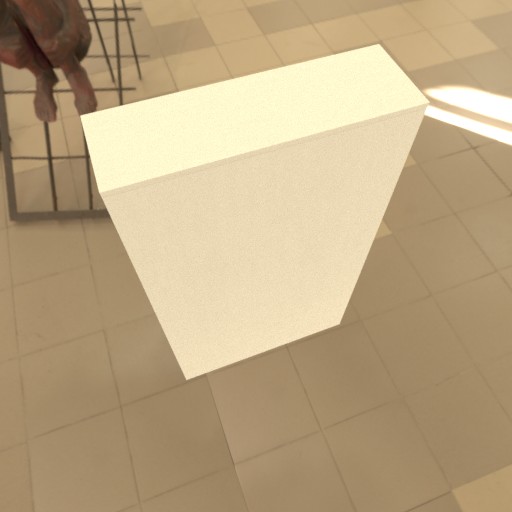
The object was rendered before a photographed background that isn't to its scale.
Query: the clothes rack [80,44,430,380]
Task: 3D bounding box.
[{"bbox_3d":[0.000,0.000,1.543,0.750,1.280,0.250,-18,60,-11],"label":"clothes rack"}]
